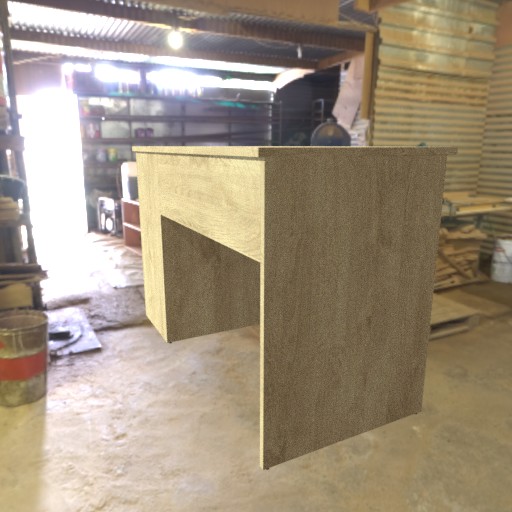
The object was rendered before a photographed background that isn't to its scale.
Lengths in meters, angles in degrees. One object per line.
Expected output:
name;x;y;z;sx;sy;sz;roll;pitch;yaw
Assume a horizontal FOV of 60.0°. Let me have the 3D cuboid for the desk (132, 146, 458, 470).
desk;0.000;0.000;1.534;0.560;0.735;1.097;-7;16;-27
